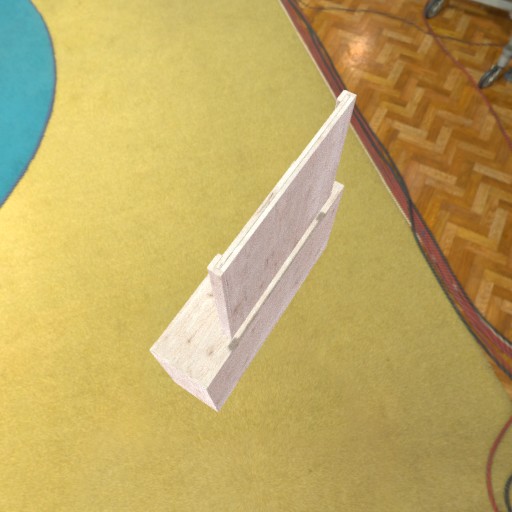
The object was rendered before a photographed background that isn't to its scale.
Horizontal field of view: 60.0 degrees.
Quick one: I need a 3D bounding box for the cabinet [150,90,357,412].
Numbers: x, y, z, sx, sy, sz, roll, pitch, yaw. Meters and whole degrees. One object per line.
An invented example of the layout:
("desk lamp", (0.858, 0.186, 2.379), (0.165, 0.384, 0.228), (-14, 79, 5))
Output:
("cabinet", (0.000, 0.000, 2.857), (0.420, 1.981, 1.700), (30, 67, 14))
